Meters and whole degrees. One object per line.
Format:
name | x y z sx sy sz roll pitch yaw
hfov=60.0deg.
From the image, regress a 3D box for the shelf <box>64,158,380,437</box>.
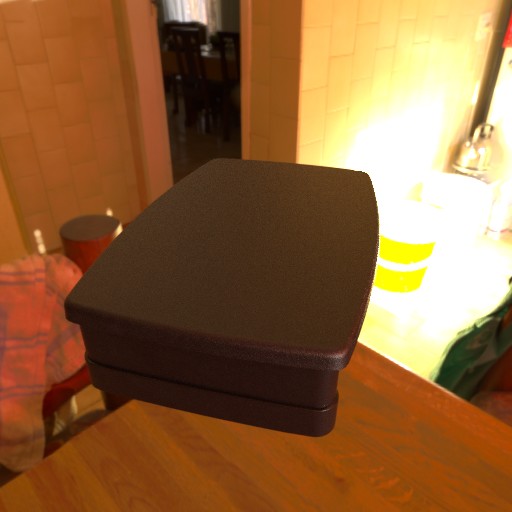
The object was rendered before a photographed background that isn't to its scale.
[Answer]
shelf | 0.000 0.000 0.533 0.280 0.100 0.410 8 32 13
